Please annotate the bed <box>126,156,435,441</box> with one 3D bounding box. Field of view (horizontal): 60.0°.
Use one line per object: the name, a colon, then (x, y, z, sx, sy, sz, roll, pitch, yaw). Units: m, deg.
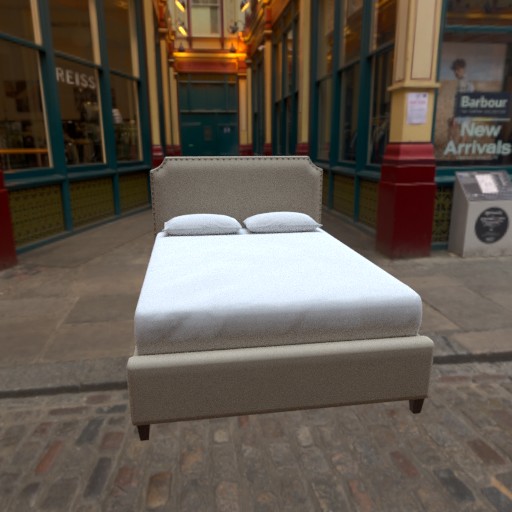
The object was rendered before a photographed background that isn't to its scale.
bed: (0.000, 0.000, 3.421, 1.703, 1.415, 2.329, -2, 15, -9)
